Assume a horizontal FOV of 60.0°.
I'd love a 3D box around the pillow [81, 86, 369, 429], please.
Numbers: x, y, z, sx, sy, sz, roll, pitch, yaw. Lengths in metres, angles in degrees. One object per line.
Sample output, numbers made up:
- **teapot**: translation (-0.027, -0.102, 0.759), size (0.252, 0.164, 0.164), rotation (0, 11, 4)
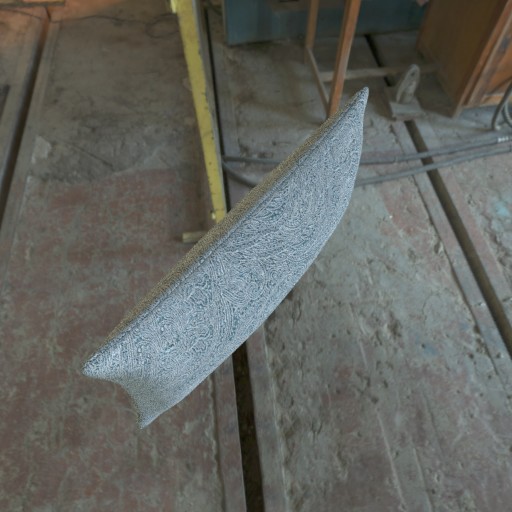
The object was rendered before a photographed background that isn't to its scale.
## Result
- **pillow**: translation (0.000, 0.000, 0.732), size (0.151, 0.295, 0.615), rotation (33, 63, 19)
